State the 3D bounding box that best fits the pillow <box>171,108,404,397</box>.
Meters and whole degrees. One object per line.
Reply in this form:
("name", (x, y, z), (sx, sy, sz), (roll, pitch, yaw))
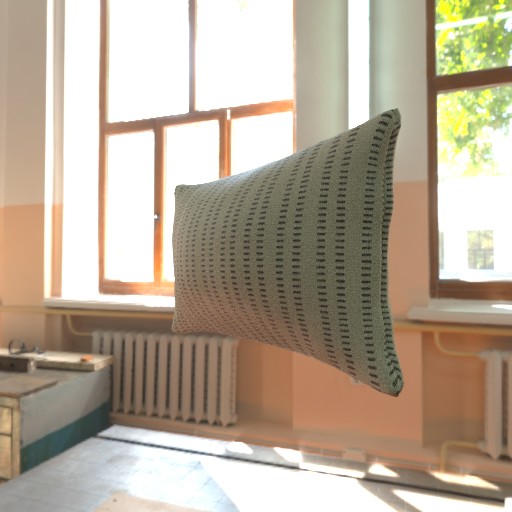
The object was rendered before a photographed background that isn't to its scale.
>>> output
("pillow", (0.000, 0.000, 0.801), (0.210, 0.353, 0.640), (1, -2, -35))
